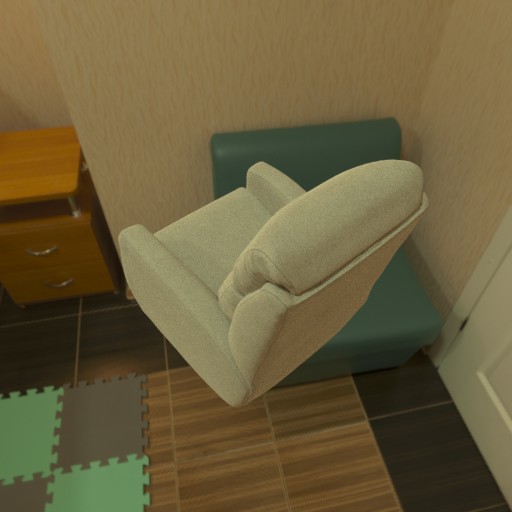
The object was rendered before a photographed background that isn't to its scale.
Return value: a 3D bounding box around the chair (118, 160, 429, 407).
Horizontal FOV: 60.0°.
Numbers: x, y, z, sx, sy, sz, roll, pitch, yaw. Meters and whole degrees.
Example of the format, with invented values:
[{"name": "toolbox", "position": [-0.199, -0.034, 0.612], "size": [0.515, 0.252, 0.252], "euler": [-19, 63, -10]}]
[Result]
[{"name": "chair", "position": [0.000, 0.000, 1.733], "size": [0.794, 1.021, 0.940], "euler": [-33, 55, -26]}]
